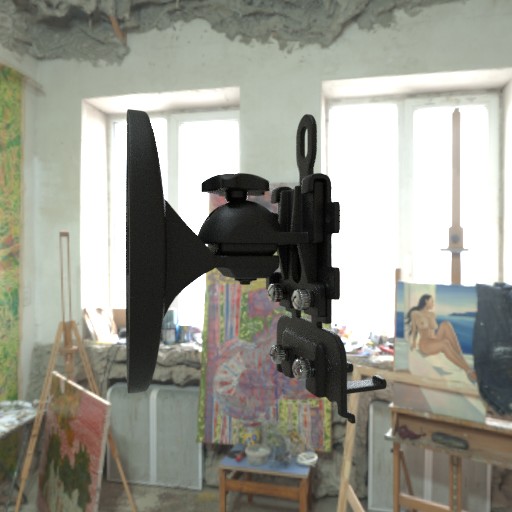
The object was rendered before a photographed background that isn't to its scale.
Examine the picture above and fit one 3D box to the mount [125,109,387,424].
[{"bbox_3d":[0.000,0.000,0.179,0.100,0.118,0.066,0,0,-18],"label":"mount"}]
